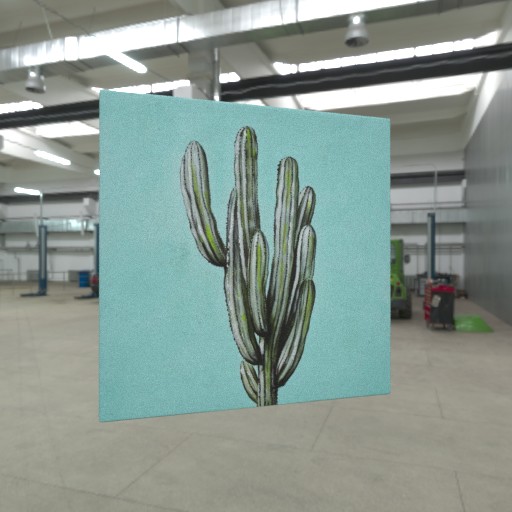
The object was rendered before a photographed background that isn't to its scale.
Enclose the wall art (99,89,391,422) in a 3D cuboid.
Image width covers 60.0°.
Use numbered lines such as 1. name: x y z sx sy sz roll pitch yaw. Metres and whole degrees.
1. wall art: 0.000 0.000 1.149 0.765 0.766 0.054 0 0 -17
